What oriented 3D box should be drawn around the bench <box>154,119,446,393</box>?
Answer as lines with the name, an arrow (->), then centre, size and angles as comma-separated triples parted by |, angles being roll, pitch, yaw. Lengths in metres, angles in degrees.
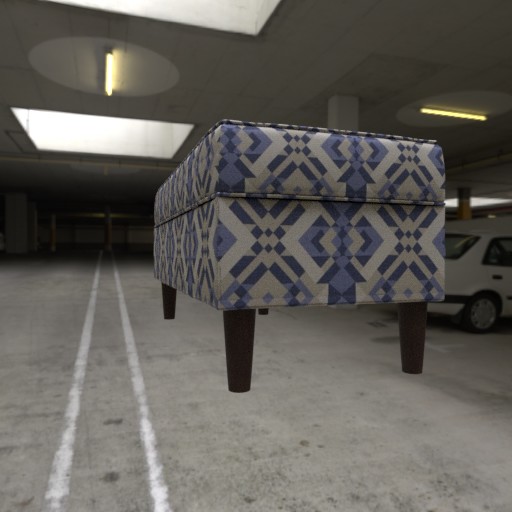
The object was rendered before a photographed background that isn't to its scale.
bench -> 0.000, 0.000, 1.292 | 0.492, 0.477, 1.016 | 0, 0, -19
